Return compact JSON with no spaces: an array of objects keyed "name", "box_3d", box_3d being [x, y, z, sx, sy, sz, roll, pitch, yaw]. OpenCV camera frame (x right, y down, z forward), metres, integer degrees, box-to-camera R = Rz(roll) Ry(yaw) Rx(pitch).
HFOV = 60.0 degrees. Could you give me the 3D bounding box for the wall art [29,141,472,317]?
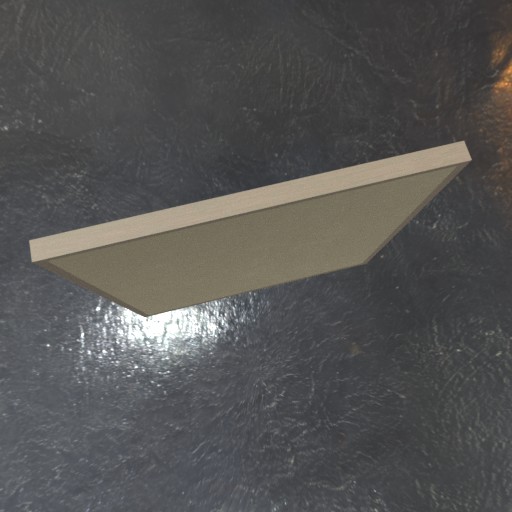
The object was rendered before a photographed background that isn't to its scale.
[{"name":"wall art","box_3d":[0.000,0.000,1.117,0.761,0.758,0.038,-13,76,-3]}]
